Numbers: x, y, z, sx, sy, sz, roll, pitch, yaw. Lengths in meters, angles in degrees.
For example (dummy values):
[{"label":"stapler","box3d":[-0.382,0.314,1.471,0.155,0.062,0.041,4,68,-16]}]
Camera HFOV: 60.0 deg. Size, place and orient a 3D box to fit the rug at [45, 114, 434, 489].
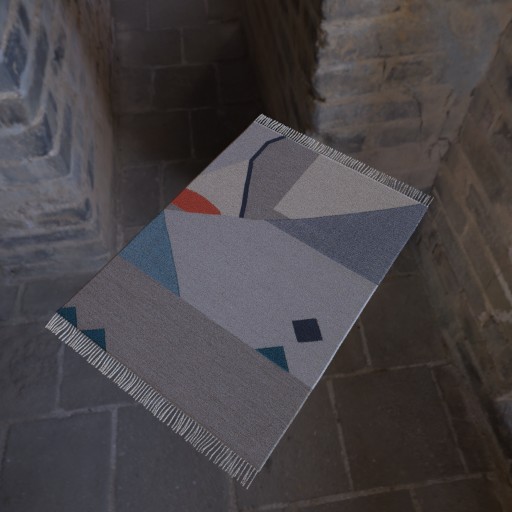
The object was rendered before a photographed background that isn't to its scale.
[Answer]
[{"label":"rug","box3d":[0.000,0.000,2.336,1.220,0.005,1.828,31,63,18]}]
